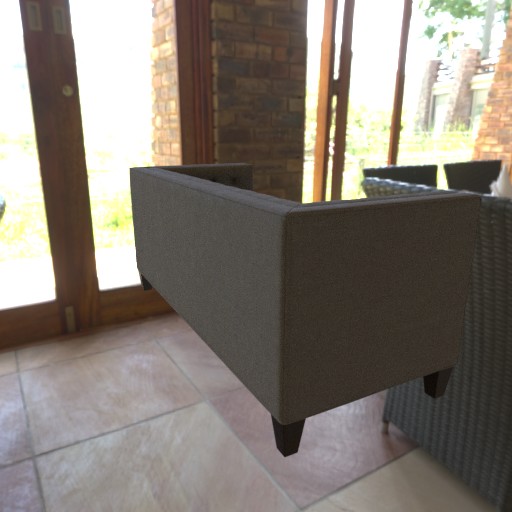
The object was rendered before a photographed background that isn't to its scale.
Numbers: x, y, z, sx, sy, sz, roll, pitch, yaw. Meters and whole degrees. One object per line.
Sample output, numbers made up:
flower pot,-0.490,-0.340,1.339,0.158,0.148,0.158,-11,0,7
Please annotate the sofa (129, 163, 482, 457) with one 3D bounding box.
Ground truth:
sofa,0.000,0.000,2.150,0.775,0.762,1.778,-8,18,-27
